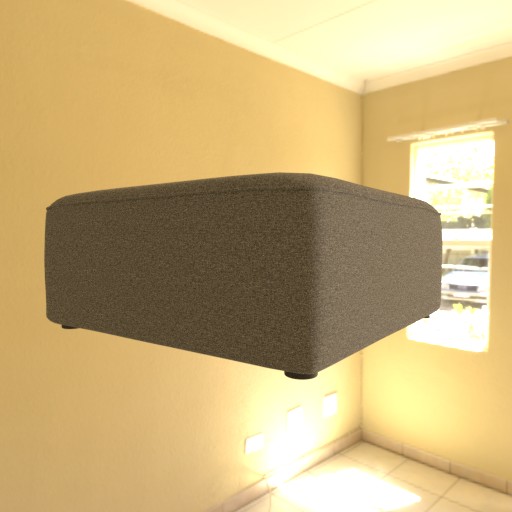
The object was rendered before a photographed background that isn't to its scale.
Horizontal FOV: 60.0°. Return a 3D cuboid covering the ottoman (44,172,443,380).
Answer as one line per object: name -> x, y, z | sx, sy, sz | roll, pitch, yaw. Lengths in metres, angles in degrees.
ottoman -> 0.000, 0.000, 1.555 | 1.015, 0.464, 1.005 | 2, 3, 36
